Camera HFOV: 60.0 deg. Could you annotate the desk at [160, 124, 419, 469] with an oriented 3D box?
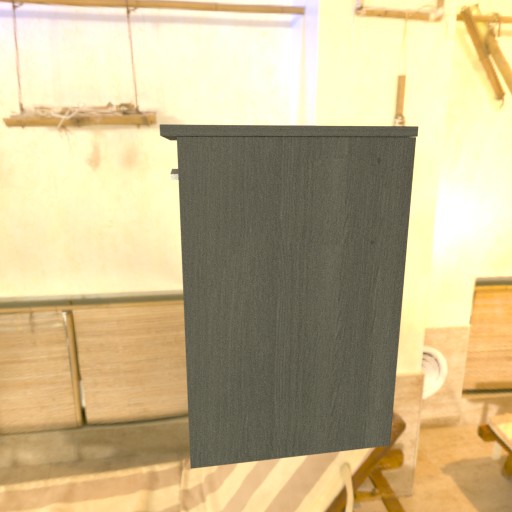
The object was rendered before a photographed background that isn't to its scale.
[{"bbox_3d":[0.000,0.000,1.344,0.498,0.724,0.893,-2,14,-9],"label":"desk"}]
